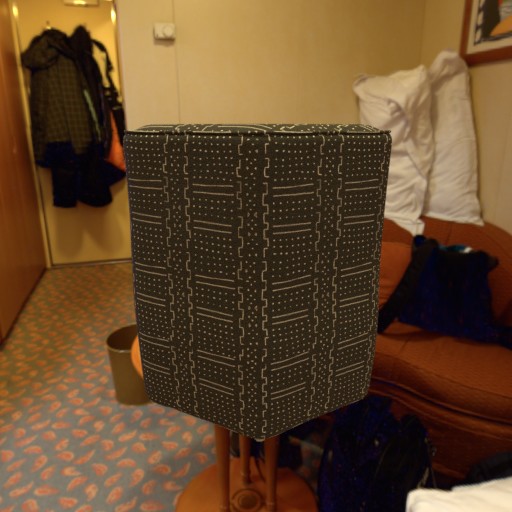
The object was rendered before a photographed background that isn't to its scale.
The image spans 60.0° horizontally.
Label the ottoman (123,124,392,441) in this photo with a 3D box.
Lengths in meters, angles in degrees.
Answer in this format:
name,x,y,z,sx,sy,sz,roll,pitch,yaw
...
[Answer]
name,x,y,z,sx,sy,sz,roll,pitch,yaw
ottoman,0.000,0.000,0.881,0.494,0.502,0.443,9,18,27
